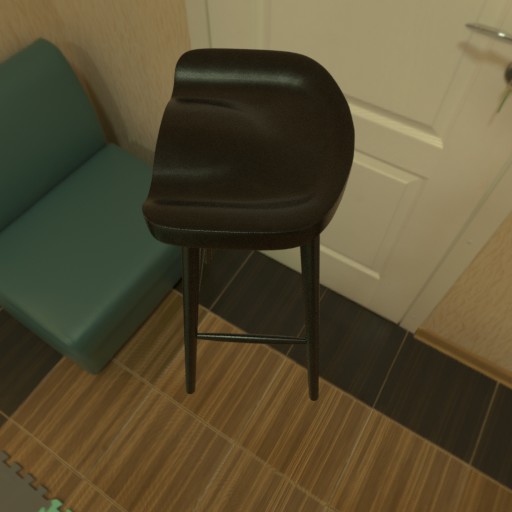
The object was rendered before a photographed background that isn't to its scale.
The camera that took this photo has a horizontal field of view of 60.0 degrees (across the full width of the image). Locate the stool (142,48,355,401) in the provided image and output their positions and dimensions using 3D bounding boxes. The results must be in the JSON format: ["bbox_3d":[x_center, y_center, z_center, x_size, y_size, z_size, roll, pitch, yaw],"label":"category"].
[{"bbox_3d":[0.000,0.000,0.999,0.361,0.749,0.440,3,58,2],"label":"stool"}]
